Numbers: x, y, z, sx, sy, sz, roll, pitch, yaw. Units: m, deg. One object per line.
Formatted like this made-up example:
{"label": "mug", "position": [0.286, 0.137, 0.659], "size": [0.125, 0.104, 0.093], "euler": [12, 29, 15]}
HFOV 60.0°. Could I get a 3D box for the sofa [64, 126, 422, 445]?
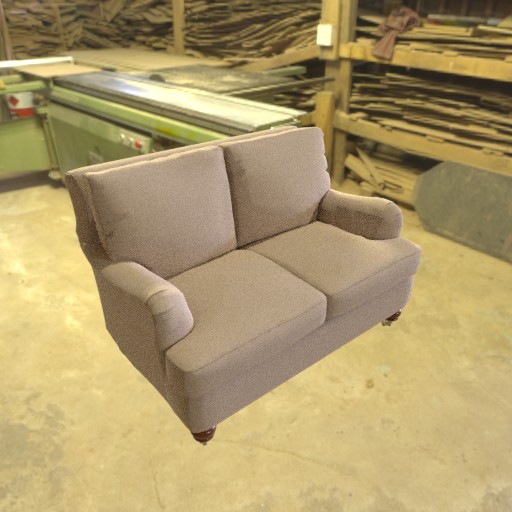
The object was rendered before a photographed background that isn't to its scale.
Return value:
{"label": "sofa", "position": [0.000, 0.000, 2.291], "size": [1.508, 1.048, 1.087], "euler": [-22, 36, -33]}
